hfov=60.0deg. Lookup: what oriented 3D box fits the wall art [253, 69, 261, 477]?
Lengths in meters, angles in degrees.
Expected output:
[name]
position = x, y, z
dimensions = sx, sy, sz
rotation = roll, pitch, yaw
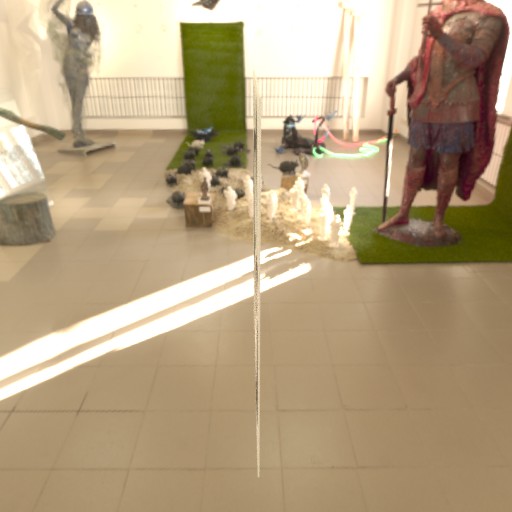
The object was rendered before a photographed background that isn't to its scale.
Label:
[wall art]
position = 0.000, 0.000, 0.819
dimensions = 0.003, 0.609, 0.457
rotation = 0, 26, -1
